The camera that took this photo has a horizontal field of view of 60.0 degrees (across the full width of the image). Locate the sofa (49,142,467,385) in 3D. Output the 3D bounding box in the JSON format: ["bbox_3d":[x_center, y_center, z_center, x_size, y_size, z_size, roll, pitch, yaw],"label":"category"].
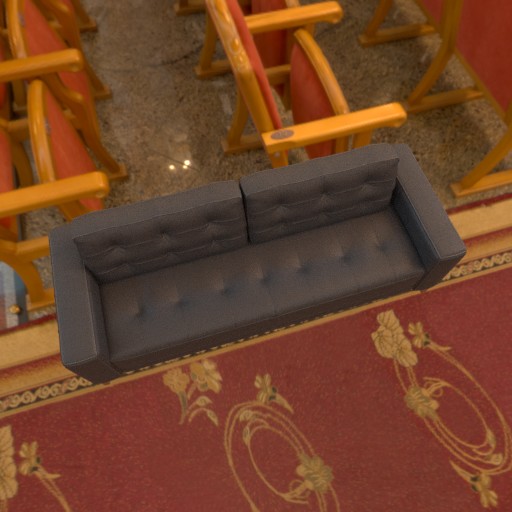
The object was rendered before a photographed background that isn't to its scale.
[{"bbox_3d":[0.000,0.000,2.668,2.275,0.893,0.833,-15,65,-7],"label":"sofa"}]
